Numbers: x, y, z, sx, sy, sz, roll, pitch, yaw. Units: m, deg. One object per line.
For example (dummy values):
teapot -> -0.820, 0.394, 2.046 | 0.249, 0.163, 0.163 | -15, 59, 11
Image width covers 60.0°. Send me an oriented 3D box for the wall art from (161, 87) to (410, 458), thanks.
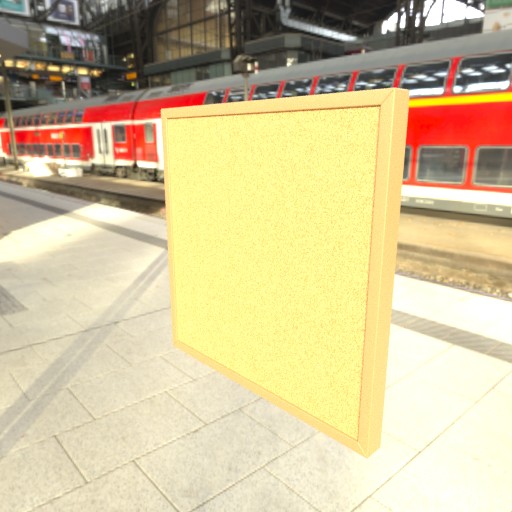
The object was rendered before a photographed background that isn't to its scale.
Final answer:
wall art -> 0.000, 0.000, 0.772 | 0.036, 0.509, 0.509 | -14, 20, -42
